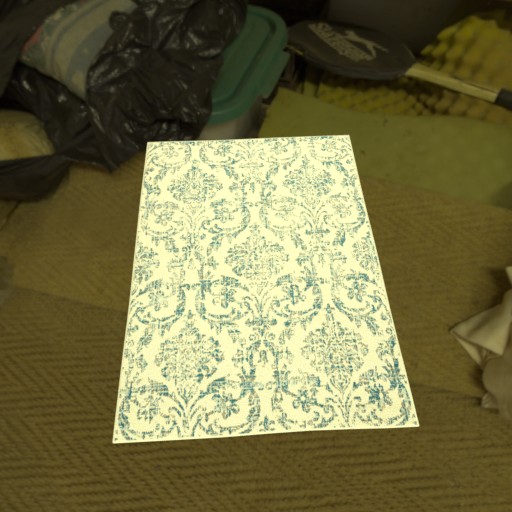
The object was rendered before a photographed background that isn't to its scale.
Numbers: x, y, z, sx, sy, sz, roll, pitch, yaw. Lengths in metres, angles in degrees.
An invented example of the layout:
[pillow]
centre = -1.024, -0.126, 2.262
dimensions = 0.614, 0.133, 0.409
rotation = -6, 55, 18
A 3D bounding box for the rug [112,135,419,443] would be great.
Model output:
[rug]
centre = 0.000, 0.000, 2.878
dimensions = 1.586, 0.014, 2.197
rotation = -3, 57, -2
